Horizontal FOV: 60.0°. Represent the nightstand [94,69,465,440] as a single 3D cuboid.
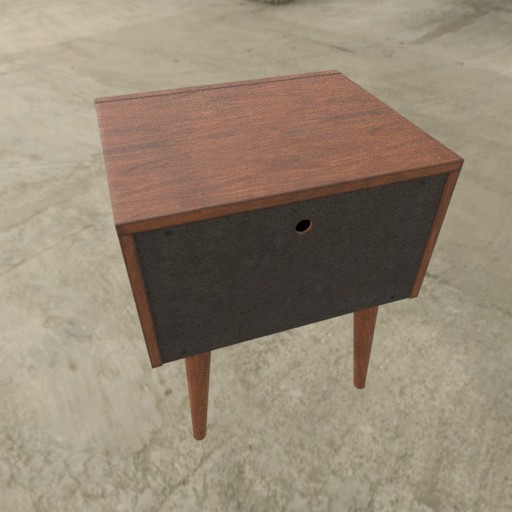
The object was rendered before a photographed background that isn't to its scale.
[{"bbox_3d":[0.000,0.000,0.968,0.521,0.607,0.445,-12,42,-14],"label":"nightstand"}]
